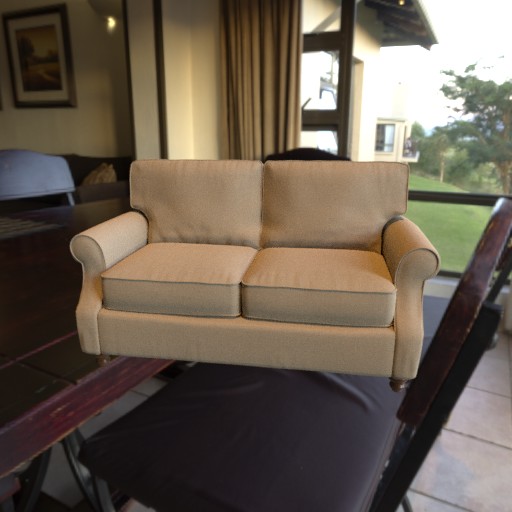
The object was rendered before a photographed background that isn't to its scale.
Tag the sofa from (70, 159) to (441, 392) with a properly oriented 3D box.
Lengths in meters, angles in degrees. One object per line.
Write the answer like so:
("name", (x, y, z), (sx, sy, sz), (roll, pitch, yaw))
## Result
("sofa", (0.000, 0.000, 2.285), (1.665, 0.937, 0.964), (2, 16, 9))
